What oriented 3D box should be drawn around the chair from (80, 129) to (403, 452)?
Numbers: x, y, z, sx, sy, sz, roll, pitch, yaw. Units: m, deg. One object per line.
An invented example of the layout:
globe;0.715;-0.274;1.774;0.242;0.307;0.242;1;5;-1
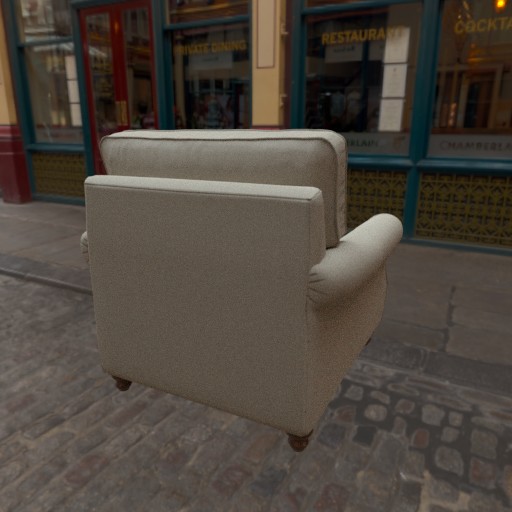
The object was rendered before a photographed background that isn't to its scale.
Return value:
chair;0.000;0.000;1.768;1.029;0.967;0.966;8;17;26
